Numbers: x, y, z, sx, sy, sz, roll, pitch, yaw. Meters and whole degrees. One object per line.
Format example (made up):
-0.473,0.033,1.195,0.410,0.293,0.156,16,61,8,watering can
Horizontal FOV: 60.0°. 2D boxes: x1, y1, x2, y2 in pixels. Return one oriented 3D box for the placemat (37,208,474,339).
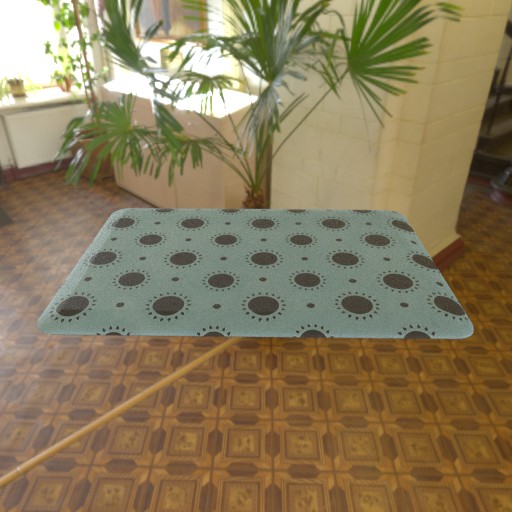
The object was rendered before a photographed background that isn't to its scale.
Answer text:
0.000,0.000,0.962,0.762,0.021,0.508,0,31,1,placemat
